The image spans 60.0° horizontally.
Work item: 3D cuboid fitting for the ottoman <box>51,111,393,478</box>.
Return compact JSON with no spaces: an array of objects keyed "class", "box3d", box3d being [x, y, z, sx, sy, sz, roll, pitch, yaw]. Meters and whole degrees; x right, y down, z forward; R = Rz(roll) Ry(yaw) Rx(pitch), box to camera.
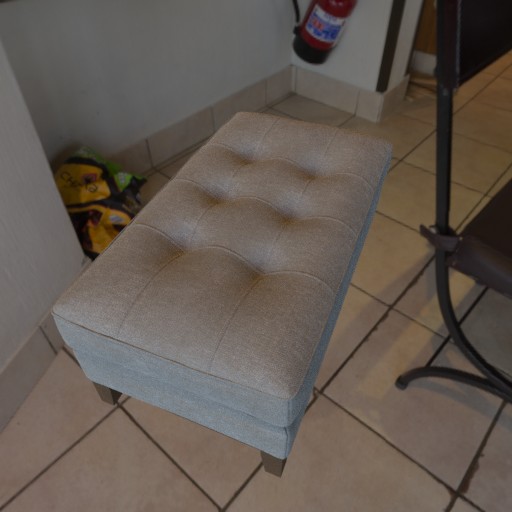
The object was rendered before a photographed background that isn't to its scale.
[{"class":"ottoman","box3d":[0.000,0.000,1.483,0.648,0.514,1.143,16,47,16]}]
